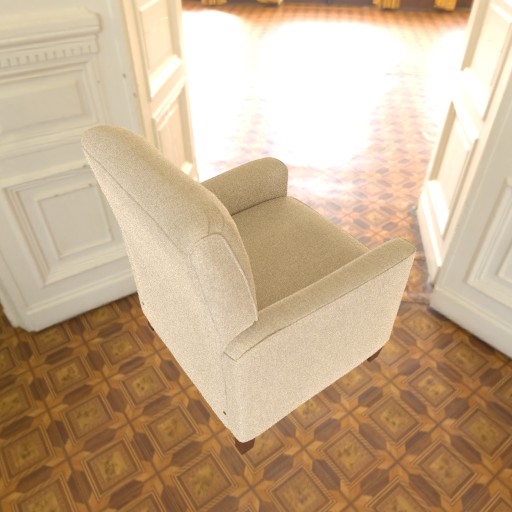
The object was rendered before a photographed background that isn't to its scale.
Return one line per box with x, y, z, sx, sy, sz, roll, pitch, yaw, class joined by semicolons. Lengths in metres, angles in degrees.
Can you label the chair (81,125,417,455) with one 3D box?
0.000;0.000;1.638;0.859;1.023;0.845;-26;47;-27;chair
